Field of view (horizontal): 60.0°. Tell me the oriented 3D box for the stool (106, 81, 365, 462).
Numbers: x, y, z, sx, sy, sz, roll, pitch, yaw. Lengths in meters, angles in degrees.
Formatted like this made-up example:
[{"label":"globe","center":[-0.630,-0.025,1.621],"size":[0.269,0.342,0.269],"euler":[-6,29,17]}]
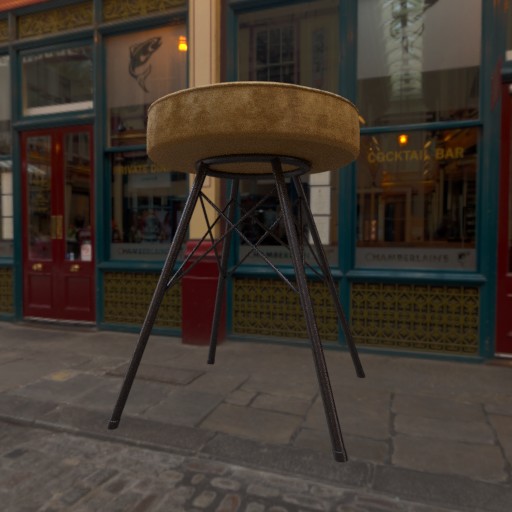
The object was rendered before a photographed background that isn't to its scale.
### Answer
[{"label":"stool","center":[0.000,0.000,0.922],"size":[0.438,0.595,0.472],"euler":[0,1,19]}]
